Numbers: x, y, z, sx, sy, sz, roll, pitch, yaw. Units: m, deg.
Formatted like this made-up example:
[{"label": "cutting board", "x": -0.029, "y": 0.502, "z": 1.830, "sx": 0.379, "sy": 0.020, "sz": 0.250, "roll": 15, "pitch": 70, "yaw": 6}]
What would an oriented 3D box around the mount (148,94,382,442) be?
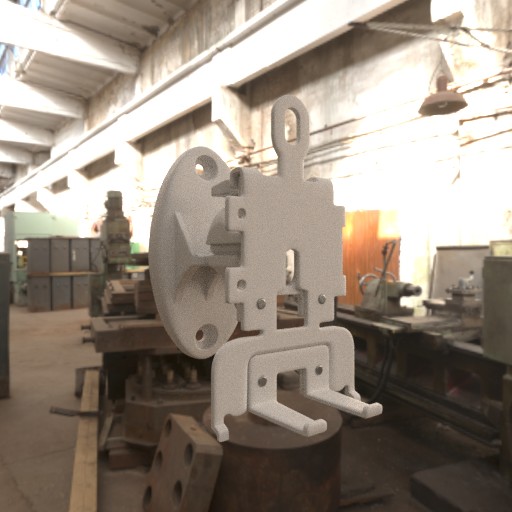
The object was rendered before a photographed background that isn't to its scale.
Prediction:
[{"label": "mount", "x": 0.000, "y": 0.000, "z": 0.181, "sx": 0.066, "sy": 0.118, "sz": 0.100, "roll": 0, "pitch": 0, "yaw": -35}]
